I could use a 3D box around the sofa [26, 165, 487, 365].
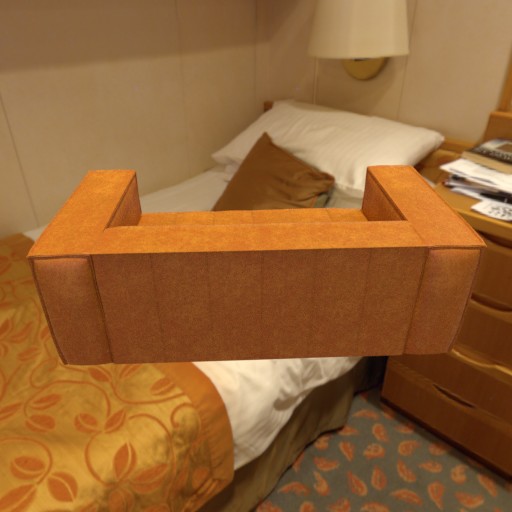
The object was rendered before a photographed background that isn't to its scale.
[{"bbox_3d":[0.000,0.000,2.552,2.088,0.703,1.102,-1,31,-2],"label":"sofa"}]
